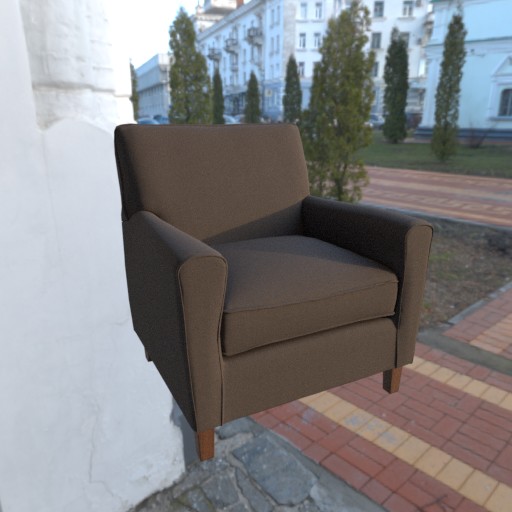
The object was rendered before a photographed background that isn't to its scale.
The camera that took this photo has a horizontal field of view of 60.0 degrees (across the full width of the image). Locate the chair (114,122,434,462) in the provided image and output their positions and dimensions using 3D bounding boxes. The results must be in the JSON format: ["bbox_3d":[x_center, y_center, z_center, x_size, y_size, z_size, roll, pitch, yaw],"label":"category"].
[{"bbox_3d":[0.000,0.000,1.596,0.836,0.911,0.831,-9,19,-26],"label":"chair"}]
